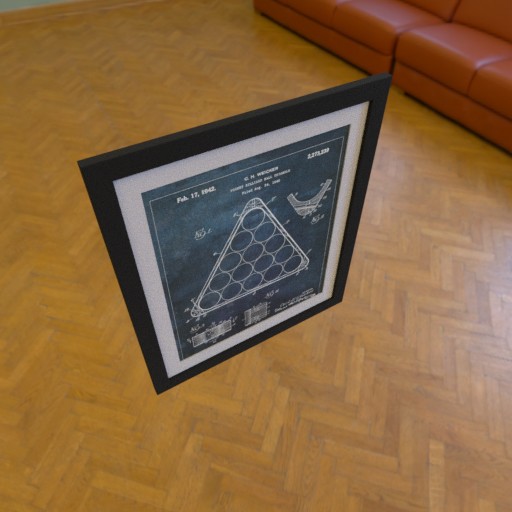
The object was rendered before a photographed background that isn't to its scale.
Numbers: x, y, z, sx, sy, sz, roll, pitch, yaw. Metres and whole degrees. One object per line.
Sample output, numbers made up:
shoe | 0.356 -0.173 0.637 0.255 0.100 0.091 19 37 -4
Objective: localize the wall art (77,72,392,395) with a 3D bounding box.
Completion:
wall art | 0.000 0.000 0.519 0.311 0.361 0.010 -23 50 -21
